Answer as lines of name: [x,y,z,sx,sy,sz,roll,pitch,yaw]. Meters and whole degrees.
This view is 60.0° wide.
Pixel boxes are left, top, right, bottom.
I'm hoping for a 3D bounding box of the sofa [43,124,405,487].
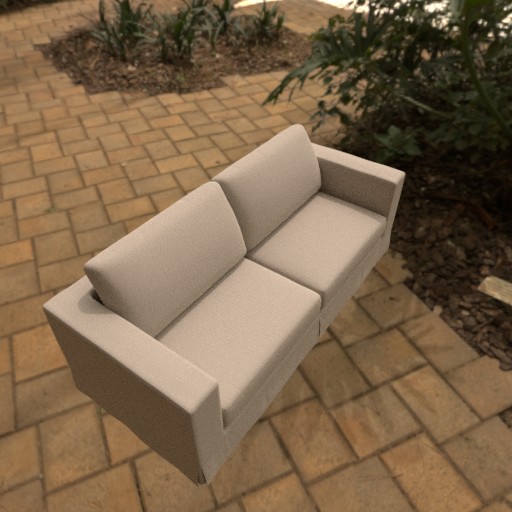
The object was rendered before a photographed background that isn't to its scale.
sofa: [0.000,0.000,2.636,0.954,0.881,2.163,25,47,26]
